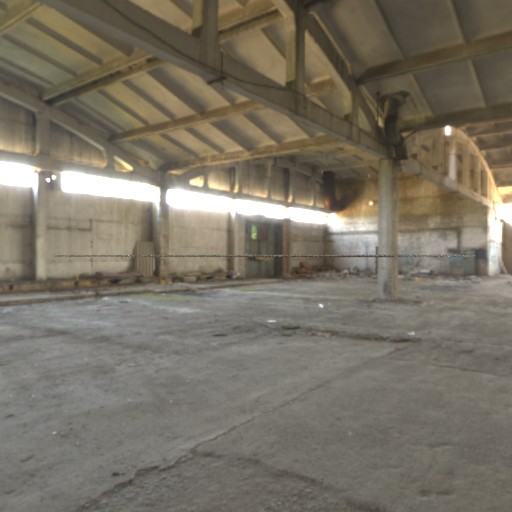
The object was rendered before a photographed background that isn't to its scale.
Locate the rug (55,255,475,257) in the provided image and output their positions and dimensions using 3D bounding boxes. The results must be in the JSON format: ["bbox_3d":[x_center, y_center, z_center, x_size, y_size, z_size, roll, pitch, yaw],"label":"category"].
[{"bbox_3d":[0.000,0.000,3.038,2.464,0.010,1.549,0,0,37],"label":"rug"}]
